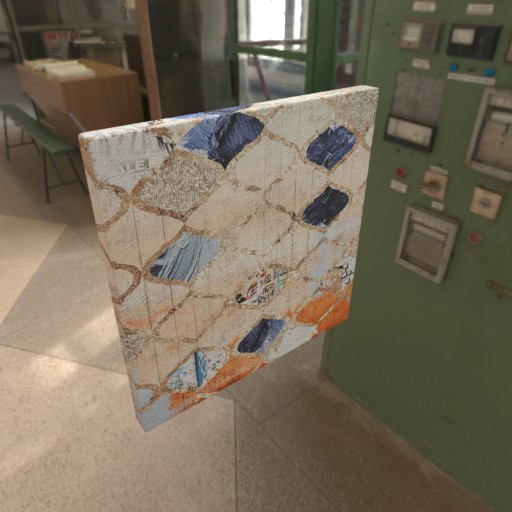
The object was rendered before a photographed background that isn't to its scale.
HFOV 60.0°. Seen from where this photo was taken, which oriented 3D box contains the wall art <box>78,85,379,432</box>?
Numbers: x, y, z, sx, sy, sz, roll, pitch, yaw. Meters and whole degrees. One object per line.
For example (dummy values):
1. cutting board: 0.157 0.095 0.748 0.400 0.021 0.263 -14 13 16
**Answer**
1. wall art: 0.000 0.000 0.772 0.507 0.508 0.038 -22 37 -31
